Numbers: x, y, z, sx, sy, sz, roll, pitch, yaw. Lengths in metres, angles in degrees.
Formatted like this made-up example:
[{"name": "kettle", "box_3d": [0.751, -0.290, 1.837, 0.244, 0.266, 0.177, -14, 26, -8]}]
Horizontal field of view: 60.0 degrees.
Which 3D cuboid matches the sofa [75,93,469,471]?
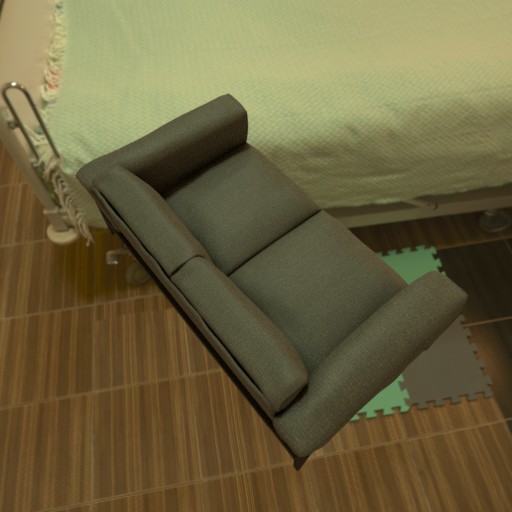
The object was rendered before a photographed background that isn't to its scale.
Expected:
[{"name": "sofa", "box_3d": [0.000, 0.000, 2.179, 0.960, 0.656, 1.690, -35, 64, -19]}]
